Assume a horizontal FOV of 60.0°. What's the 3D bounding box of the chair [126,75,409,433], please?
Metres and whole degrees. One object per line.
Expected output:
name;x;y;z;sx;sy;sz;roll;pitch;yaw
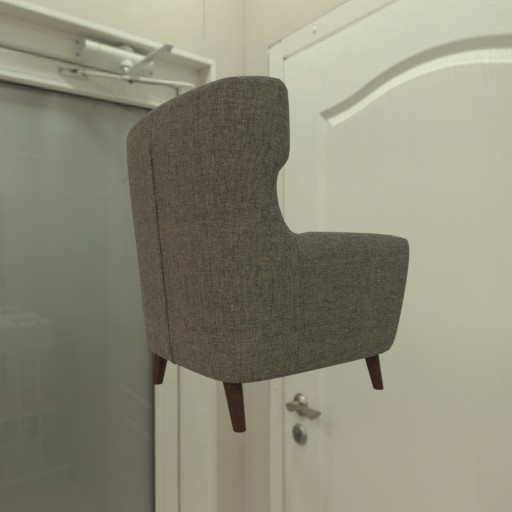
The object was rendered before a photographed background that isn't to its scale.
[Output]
chair;0.000;0.000;1.773;0.904;1.063;0.878;-1;1;-37
